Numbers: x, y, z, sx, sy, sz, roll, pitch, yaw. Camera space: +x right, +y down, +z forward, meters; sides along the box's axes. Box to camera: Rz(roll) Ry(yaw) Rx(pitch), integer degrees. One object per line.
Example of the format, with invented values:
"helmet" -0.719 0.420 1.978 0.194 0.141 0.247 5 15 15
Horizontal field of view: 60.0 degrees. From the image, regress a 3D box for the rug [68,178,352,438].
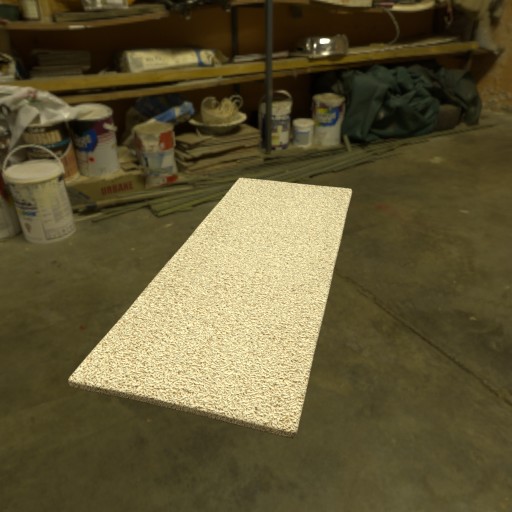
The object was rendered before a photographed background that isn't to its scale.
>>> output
"rug" 0.000 0.000 1.721 0.609 0.030 1.524 8 32 13
